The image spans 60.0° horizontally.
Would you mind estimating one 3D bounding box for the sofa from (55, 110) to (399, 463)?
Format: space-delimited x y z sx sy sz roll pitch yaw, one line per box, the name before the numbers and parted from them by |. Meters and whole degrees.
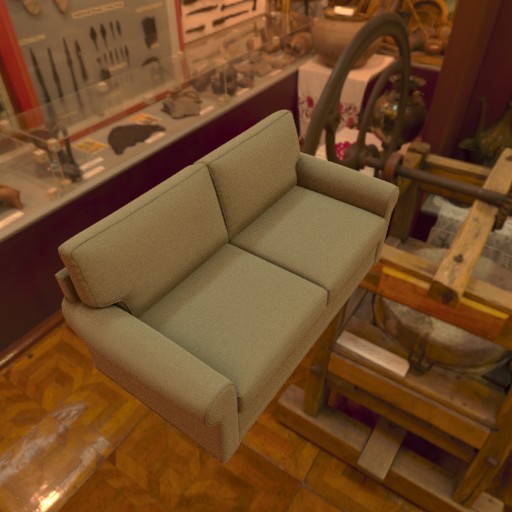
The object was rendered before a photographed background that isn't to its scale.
sofa | 0.000 0.000 2.454 0.940 0.952 1.930 25 47 26
